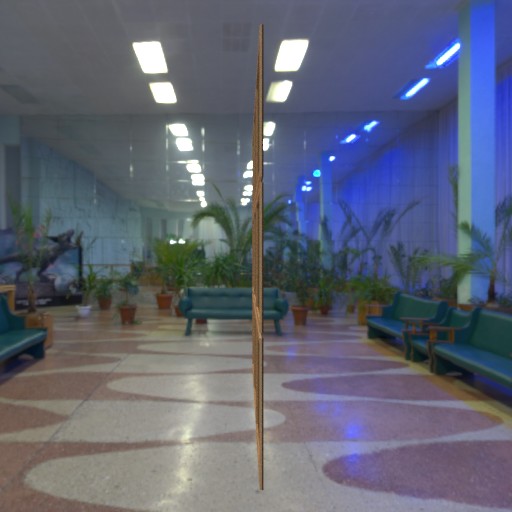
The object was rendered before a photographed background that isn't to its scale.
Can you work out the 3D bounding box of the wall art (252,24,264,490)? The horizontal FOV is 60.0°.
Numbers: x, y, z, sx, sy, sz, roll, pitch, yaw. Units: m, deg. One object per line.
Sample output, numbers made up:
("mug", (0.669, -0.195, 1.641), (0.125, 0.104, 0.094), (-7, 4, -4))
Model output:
("wall art", (0.000, 0.000, 2.210), (0.013, 1.525, 1.520), (0, 1, -1))
